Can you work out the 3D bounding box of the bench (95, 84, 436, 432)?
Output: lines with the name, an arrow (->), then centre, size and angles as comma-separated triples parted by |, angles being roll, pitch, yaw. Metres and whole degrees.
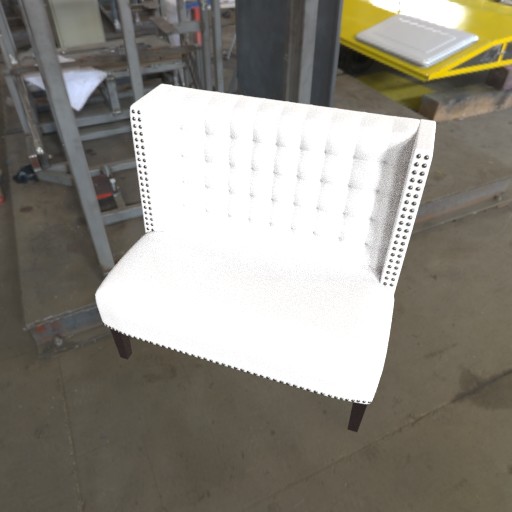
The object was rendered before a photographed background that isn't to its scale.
bench -> 0.000, 0.000, 2.015 | 1.280, 1.123, 0.847 | 13, 43, 14
